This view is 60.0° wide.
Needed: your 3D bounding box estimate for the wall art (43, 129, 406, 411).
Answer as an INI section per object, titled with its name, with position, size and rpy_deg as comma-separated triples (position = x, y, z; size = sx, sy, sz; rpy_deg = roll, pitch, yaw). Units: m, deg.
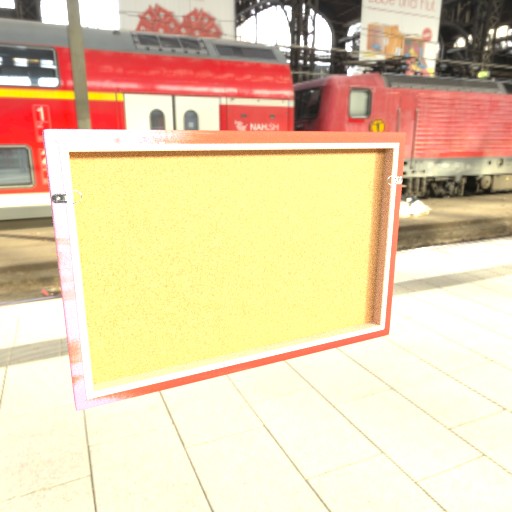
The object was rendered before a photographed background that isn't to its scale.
[wall art]
position = 0.000, 0.000, 1.122
size = 0.913, 0.609, 0.040
rpy_deg = -7, 16, -25
